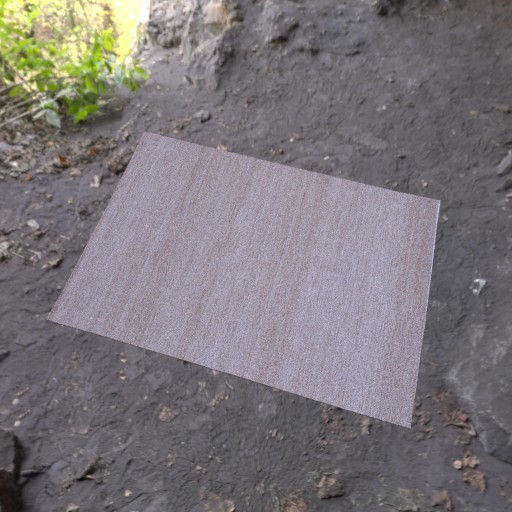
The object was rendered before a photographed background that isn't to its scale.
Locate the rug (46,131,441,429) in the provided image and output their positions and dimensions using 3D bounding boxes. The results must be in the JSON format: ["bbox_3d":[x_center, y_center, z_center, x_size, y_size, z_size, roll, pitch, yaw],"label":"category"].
[{"bbox_3d":[0.000,0.000,2.959,2.283,0.030,1.596,15,64,7],"label":"rug"}]
